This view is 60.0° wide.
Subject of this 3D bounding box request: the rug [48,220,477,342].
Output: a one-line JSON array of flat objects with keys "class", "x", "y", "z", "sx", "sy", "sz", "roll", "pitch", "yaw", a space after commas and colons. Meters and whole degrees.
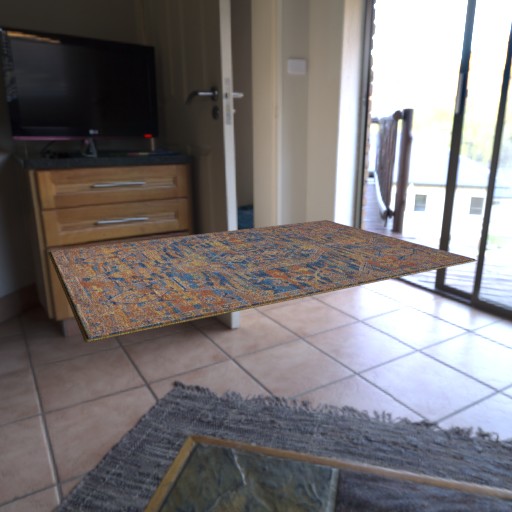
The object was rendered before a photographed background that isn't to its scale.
[{"class": "rug", "x": 0.000, "y": 0.000, "z": 2.161, "sx": 1.758, "sy": 0.013, "sz": 1.148, "roll": -8, "pitch": 17, "yaw": -28}]
